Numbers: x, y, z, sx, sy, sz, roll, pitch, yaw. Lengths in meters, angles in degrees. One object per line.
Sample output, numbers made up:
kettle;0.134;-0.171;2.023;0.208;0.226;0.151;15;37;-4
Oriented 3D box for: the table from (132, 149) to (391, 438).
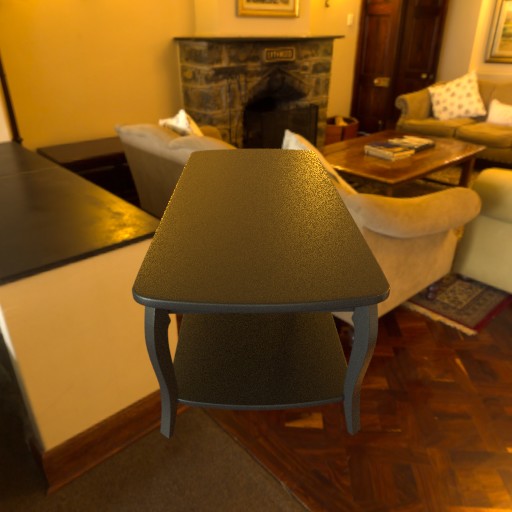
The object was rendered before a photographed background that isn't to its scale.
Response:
table;0.000;0.000;1.599;0.571;0.457;1.333;-1;27;-1
